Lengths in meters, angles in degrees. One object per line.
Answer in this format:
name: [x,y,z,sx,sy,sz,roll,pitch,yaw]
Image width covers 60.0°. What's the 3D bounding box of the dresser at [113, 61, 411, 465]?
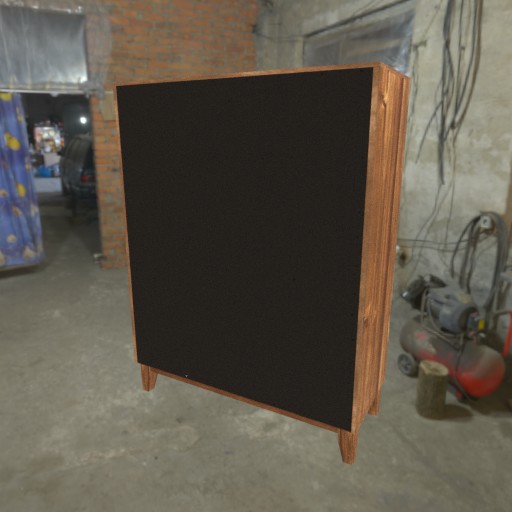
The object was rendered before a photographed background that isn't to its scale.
dresser: [0.000,0.000,1.878,1.062,1.393,0.442,8,17,28]
